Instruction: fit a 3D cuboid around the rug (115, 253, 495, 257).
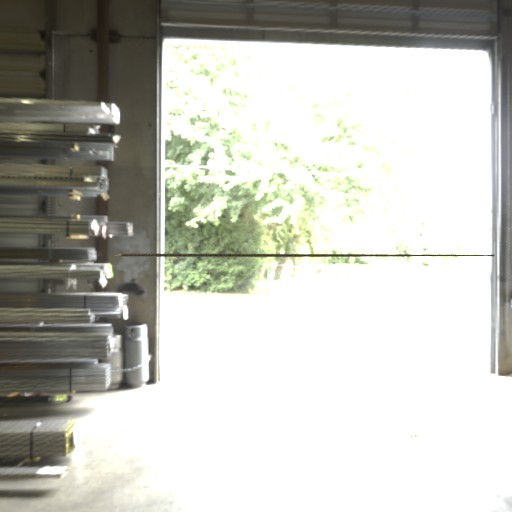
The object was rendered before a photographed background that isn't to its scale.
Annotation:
[{"bbox_3d":[0.000,0.000,4.072,2.438,0.013,3.048,0,0,-18],"label":"rug"}]
